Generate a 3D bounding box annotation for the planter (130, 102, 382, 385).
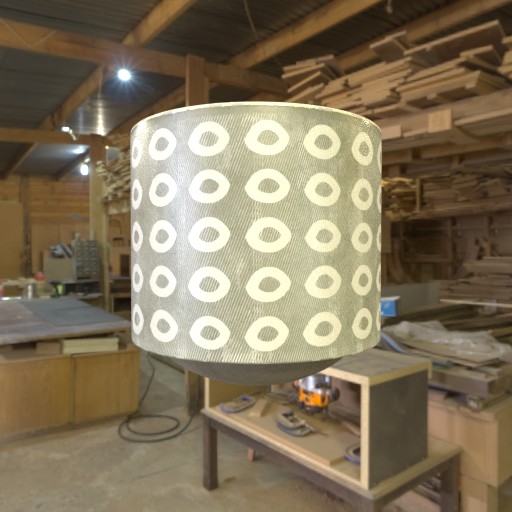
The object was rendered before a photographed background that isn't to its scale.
[{"bbox_3d":[0.000,0.000,0.461,0.250,0.239,0.250,0,1,0],"label":"planter"}]
